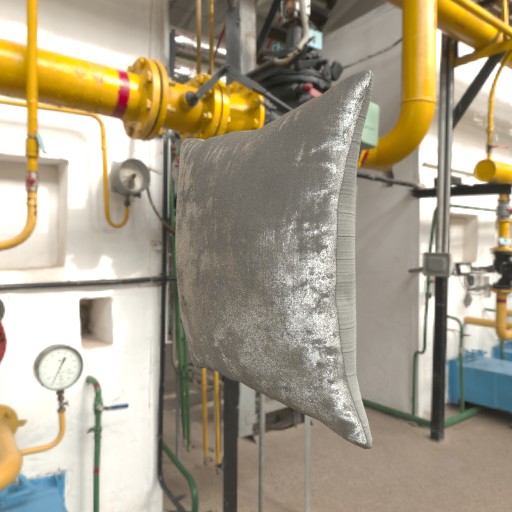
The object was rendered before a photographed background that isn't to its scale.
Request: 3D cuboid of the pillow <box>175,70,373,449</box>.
[{"bbox_3d":[0.000,0.000,0.720,0.175,0.464,0.470,-1,2,-36],"label":"pillow"}]
